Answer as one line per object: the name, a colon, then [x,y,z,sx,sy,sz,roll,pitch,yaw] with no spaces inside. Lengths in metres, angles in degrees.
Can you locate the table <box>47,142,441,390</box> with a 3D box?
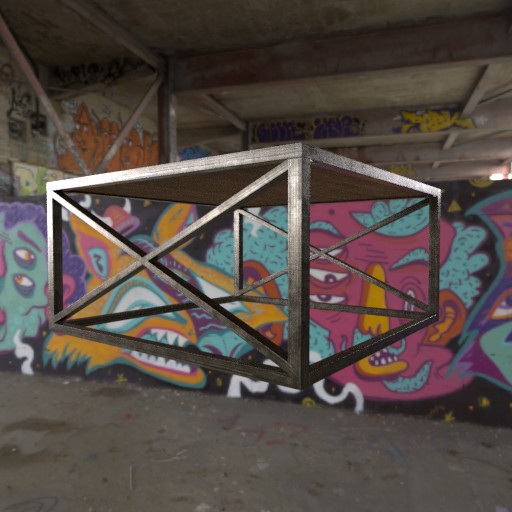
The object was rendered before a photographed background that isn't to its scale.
table: [0.000,0.000,1.435,0.899,0.451,0.909,1,2,37]
